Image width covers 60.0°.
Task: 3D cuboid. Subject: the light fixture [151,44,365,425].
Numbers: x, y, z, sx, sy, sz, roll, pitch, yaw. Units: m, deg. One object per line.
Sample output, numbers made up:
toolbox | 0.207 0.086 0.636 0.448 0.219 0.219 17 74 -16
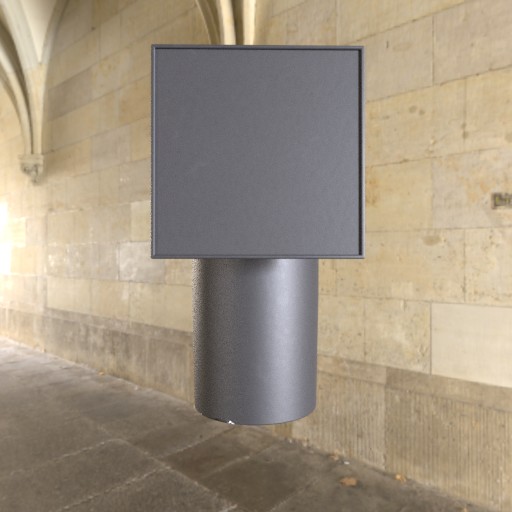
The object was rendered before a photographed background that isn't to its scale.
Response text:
light fixture | 0.000 0.000 0.355 0.130 0.257 0.176 0 0 -1
